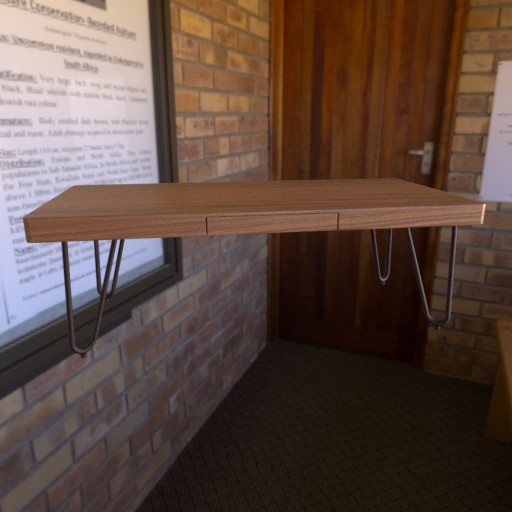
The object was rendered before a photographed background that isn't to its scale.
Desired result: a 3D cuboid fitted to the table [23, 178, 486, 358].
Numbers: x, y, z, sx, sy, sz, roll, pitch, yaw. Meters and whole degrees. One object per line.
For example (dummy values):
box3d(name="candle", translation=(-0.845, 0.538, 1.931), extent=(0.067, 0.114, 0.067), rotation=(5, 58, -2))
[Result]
box3d(name="table", translation=(0.000, 0.000, 1.649), extent=(1.375, 0.468, 0.637), rotation=(-3, 17, -9))
